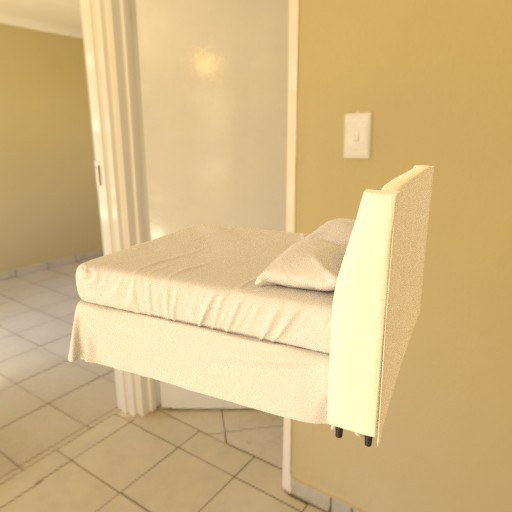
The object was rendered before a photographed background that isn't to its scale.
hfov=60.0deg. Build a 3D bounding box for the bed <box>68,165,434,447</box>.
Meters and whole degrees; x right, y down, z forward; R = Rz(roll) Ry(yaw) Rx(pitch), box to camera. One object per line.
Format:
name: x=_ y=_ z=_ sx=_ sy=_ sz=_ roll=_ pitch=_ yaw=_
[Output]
bed: x=0.000 y=0.000 z=3.354 sx=2.276 sy=1.332 sz=1.925 roll=7 pitch=17 yaw=25
